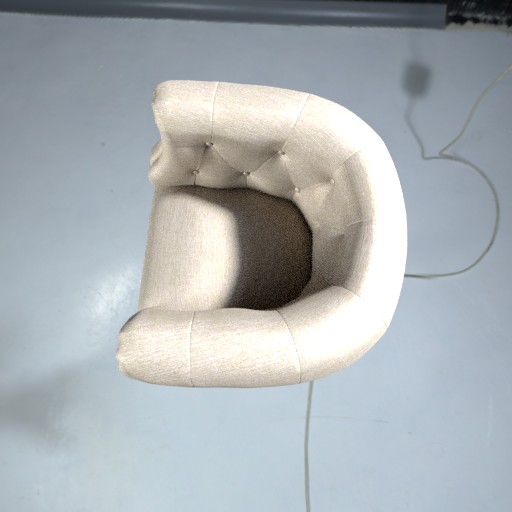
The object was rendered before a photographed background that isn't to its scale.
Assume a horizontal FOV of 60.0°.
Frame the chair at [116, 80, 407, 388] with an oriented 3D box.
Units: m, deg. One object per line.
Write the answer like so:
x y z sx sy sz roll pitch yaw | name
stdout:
0.000 0.000 1.570 0.852 0.827 0.905 3 74 1 | chair
